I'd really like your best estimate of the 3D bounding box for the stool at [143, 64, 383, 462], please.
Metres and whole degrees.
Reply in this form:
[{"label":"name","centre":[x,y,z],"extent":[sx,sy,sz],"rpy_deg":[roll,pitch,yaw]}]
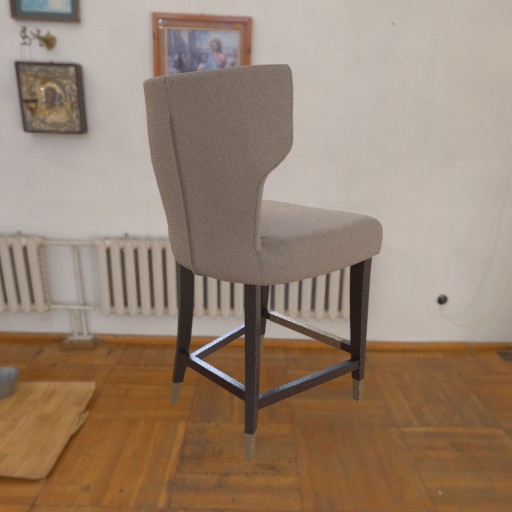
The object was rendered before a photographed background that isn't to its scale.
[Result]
[{"label":"stool","centre":[0.000,0.000,1.312],"extent":[0.563,0.982,0.527],"rpy_deg":[-15,22,-42]}]
